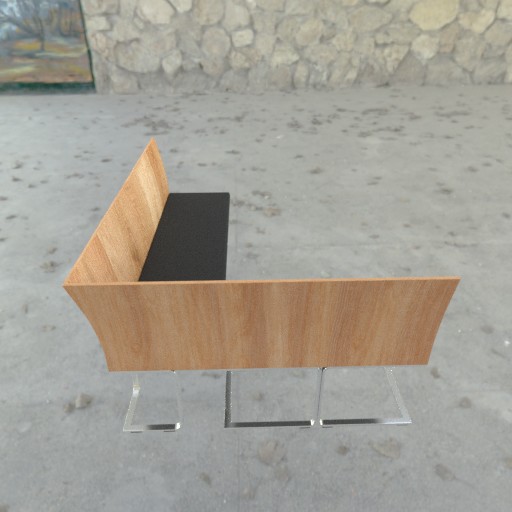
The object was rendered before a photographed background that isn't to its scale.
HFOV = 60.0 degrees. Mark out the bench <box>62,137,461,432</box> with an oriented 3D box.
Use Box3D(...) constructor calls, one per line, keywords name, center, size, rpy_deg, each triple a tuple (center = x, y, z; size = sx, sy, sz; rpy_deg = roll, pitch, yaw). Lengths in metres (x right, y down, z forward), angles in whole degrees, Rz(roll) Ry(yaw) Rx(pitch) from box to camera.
Box3D(name="bench", center=(0.000, 0.000, 2.731), size=(1.495, 0.930, 1.945), rpy_deg=(-1, 31, -1))
